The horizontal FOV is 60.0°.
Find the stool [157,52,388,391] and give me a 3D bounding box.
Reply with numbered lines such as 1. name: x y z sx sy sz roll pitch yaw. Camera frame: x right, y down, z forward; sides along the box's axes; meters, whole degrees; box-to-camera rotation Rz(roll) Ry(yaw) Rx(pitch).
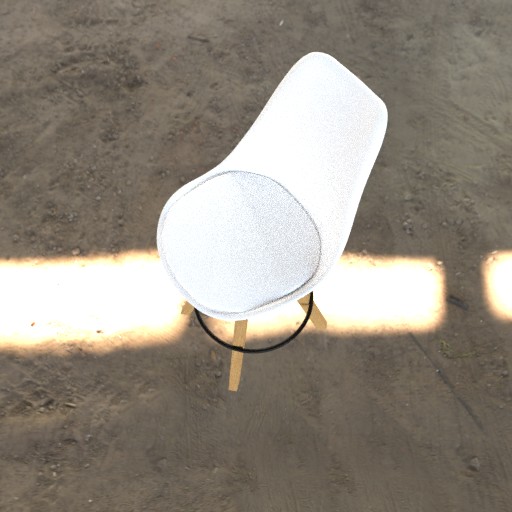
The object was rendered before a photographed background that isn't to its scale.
1. stool: 0.000 0.000 1.386 0.549 1.115 0.482 -31 67 -15
